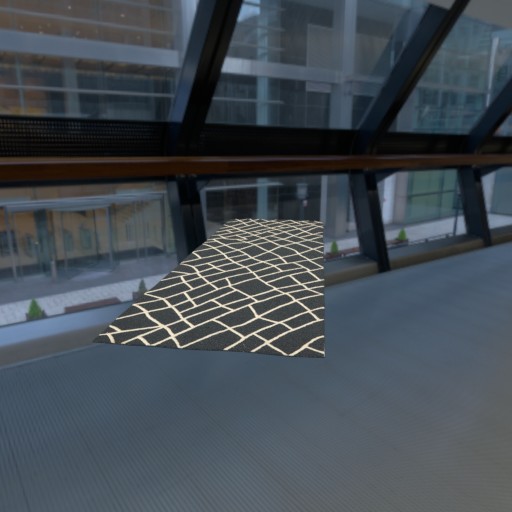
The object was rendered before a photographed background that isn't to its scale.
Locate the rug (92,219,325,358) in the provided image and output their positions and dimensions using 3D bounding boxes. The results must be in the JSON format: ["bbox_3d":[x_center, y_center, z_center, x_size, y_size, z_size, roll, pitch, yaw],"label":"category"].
[{"bbox_3d":[0.000,0.000,2.645,0.807,0.010,2.476,2,15,8],"label":"rug"}]
